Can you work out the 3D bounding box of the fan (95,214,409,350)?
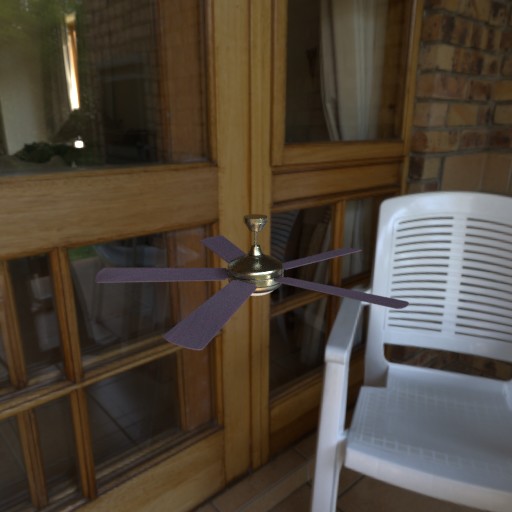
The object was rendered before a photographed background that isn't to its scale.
[{"bbox_3d":[0.000,0.000,1.967,1.321,0.356,1.321,15,22,41],"label":"fan"}]
